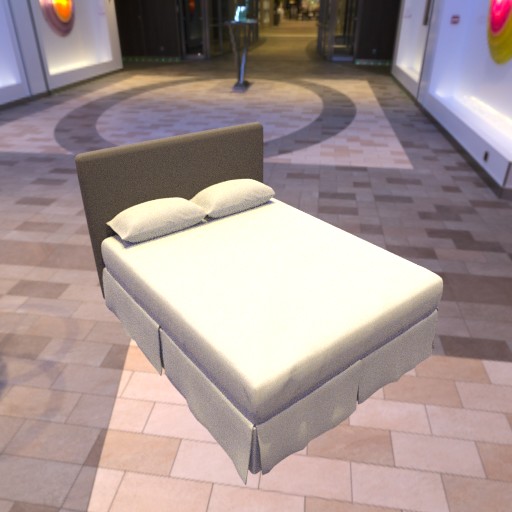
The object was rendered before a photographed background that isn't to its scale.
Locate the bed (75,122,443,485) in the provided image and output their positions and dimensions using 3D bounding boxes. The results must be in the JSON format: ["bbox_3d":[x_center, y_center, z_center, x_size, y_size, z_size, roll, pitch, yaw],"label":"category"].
[{"bbox_3d":[0.000,0.000,3.206,1.748,1.330,2.142,-21,36,-32],"label":"bed"}]
